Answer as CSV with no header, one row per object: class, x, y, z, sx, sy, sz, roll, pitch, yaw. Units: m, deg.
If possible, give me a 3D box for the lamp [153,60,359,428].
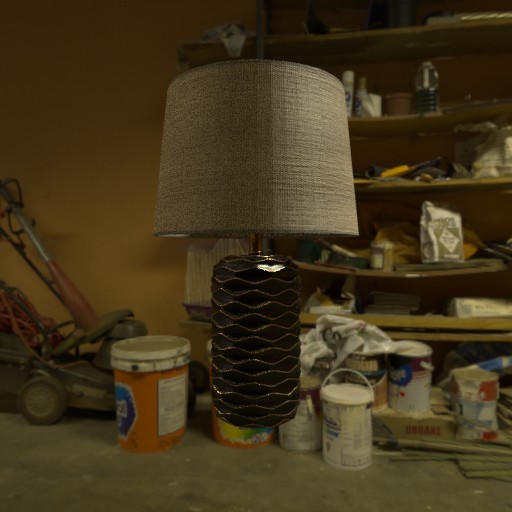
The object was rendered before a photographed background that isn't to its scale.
lamp,0.000,0.000,0.832,0.376,0.594,0.376,0,1,0
